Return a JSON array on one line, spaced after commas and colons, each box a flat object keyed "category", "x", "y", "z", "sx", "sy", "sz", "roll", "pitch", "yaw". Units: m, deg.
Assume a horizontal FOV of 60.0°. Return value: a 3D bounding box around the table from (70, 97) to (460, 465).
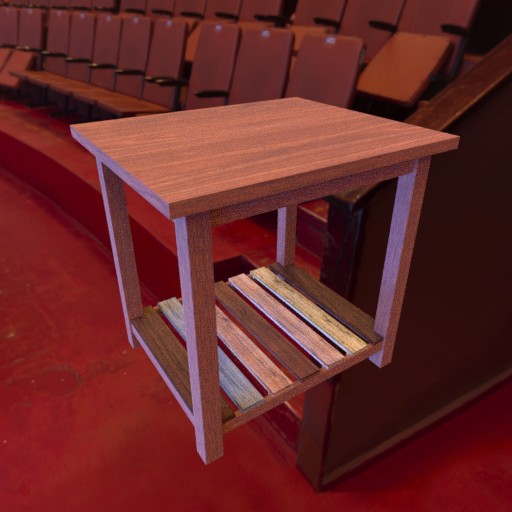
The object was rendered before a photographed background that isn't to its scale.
[{"category": "table", "x": 0.000, "y": 0.000, "z": 1.133, "sx": 0.660, "sy": 0.635, "sz": 0.559, "roll": -18, "pitch": 34, "yaw": -29}]
